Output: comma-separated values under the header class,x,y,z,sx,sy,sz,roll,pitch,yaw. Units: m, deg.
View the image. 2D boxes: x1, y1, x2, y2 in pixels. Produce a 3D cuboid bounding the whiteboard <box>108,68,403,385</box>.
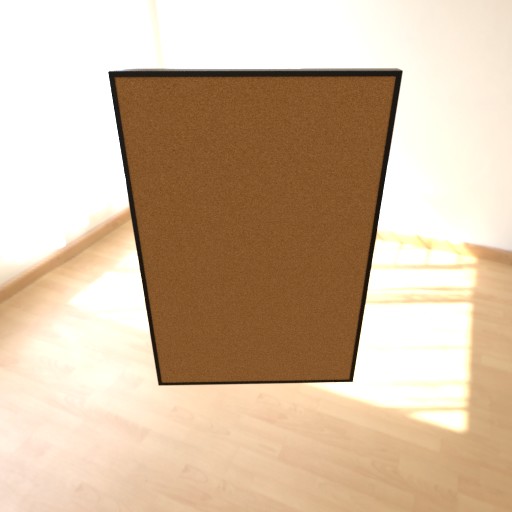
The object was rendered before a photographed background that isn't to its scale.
class,x,y,z,sx,sy,sz,roll,pitch,yaw
whiteboard,0.000,0.000,0.778,0.406,0.611,0.026,-1,31,-1
